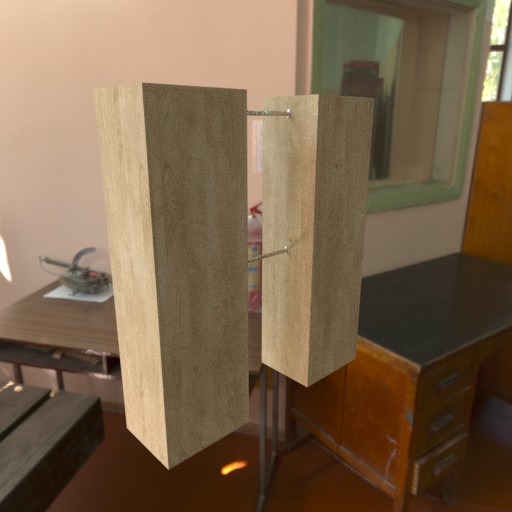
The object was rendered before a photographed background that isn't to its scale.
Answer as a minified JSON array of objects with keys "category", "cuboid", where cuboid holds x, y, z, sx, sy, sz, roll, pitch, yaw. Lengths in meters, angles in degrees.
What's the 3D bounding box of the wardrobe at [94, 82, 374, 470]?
[{"category":"wardrobe","cuboid":[0.000,0.000,2.909,1.770,2.000,0.480,-15,22,-41]}]
